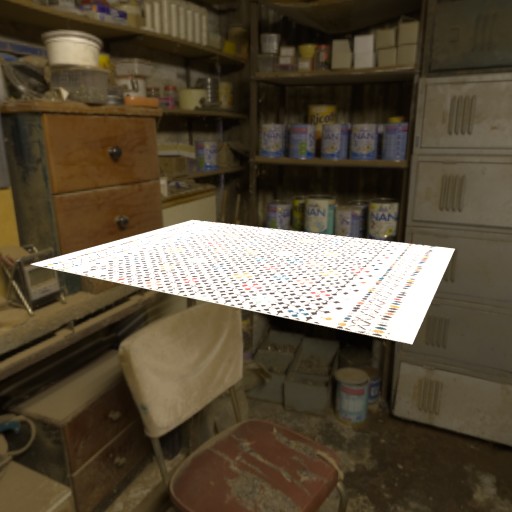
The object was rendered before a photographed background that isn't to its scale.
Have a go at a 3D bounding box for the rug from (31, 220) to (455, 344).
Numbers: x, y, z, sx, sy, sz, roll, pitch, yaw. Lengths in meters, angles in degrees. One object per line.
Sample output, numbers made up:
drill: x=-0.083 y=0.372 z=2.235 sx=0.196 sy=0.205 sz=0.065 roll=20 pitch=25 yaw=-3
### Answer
rug: x=0.000 y=0.000 z=4.124 sx=3.196 sy=0.007 sz=2.354 roll=8 pitch=17 yaw=27
